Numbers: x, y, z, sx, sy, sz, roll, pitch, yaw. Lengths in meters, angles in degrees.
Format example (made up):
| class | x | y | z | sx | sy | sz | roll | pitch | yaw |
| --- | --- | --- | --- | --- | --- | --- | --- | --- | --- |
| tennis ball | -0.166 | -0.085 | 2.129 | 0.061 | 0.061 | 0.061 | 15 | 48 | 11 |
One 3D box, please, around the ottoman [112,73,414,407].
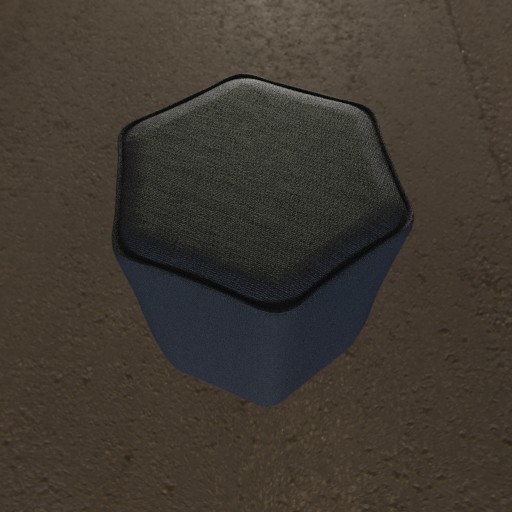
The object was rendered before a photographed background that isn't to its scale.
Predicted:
| class | x | y | z | sx | sy | sz | roll | pitch | yaw |
| --- | --- | --- | --- | --- | --- | --- | --- | --- | --- |
| ottoman | 0.000 | 0.000 | 0.884 | 0.492 | 0.505 | 0.454 | -29 | 62 | -17 |
